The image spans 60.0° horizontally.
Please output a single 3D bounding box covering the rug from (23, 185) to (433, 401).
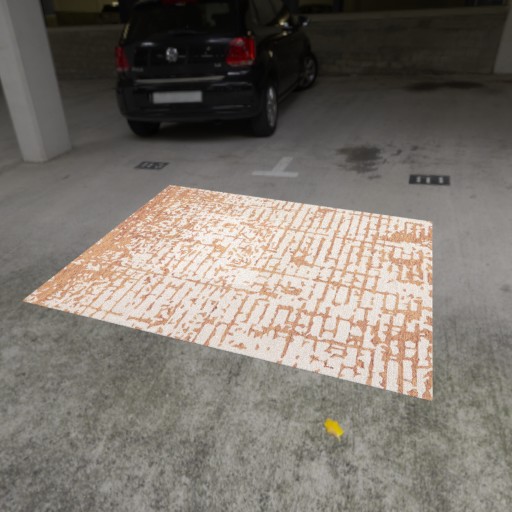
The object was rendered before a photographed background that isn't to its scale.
[{"bbox_3d":[0.000,0.000,4.046,3.050,0.011,2.441,10,33,16],"label":"rug"}]
